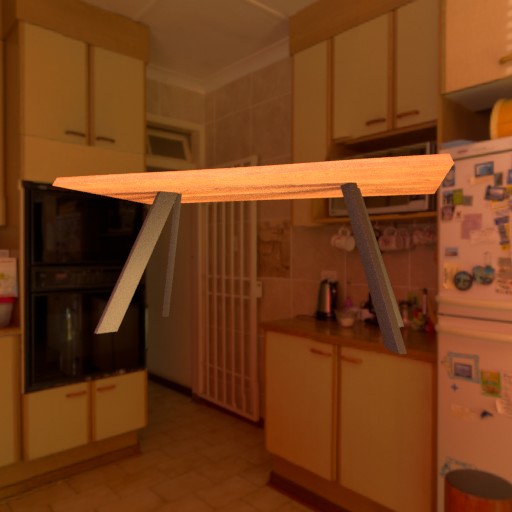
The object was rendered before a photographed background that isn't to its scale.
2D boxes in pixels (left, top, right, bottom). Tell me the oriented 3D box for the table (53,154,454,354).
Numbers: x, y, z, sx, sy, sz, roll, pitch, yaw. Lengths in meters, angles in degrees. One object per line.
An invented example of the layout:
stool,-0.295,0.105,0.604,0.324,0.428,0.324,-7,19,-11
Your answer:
table,0.000,0.000,2.320,1.800,0.770,0.900,0,1,18
